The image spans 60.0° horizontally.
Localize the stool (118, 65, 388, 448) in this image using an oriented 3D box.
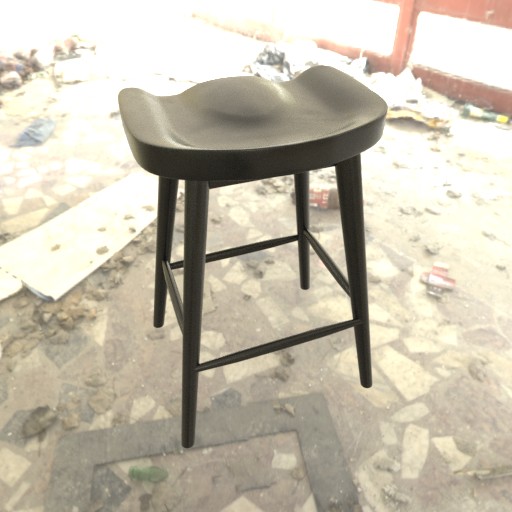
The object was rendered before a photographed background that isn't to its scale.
[{"bbox_3d":[0.000,0.000,0.879,0.440,0.615,0.361,-13,42,-15],"label":"stool"}]
